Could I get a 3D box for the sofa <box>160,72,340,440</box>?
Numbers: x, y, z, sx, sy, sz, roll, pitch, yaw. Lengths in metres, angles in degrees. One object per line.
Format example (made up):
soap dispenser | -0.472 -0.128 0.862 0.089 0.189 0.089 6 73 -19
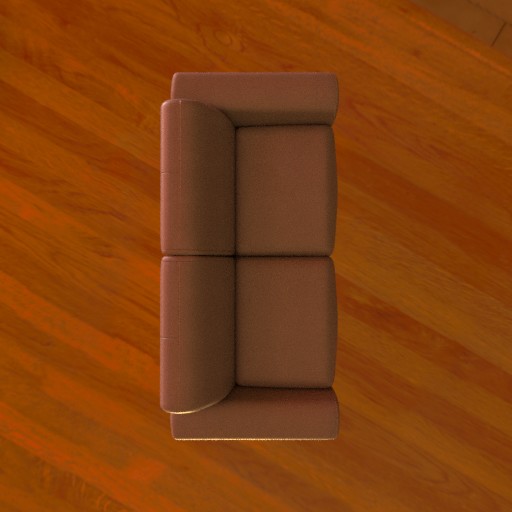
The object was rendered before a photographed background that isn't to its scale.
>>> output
sofa | 0.000 0.000 2.426 0.900 0.772 1.901 0 89 0
